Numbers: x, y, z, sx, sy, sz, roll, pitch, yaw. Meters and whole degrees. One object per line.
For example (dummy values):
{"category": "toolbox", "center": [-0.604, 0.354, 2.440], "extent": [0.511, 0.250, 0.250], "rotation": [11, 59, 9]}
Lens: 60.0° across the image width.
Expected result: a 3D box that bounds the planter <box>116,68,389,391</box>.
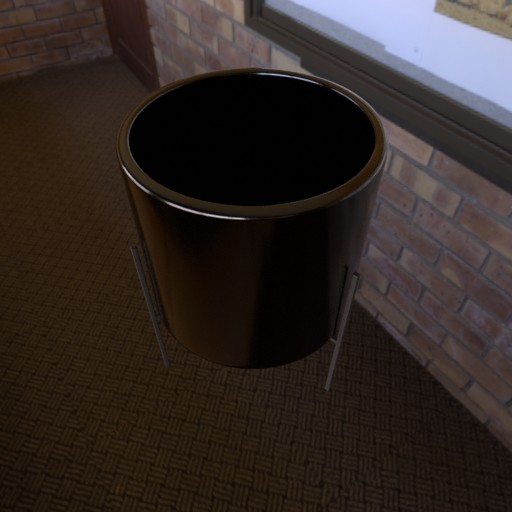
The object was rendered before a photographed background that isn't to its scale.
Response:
{"category": "planter", "center": [0.000, 0.000, 0.652], "extent": [0.310, 0.432, 0.310], "rotation": [18, 50, 16]}
